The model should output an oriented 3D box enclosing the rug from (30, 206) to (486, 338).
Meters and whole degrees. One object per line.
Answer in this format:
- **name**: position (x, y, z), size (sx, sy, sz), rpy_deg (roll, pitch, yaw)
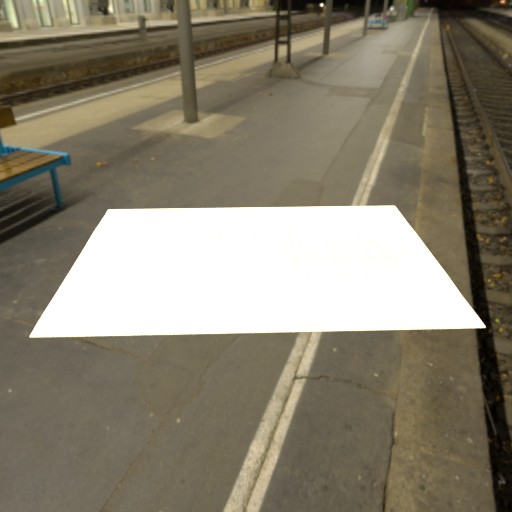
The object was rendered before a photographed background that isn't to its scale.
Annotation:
- **rug**: position (0.000, 0.000, 2.317), size (1.850, 0.006, 1.234), rpy_deg (-1, 30, -2)
